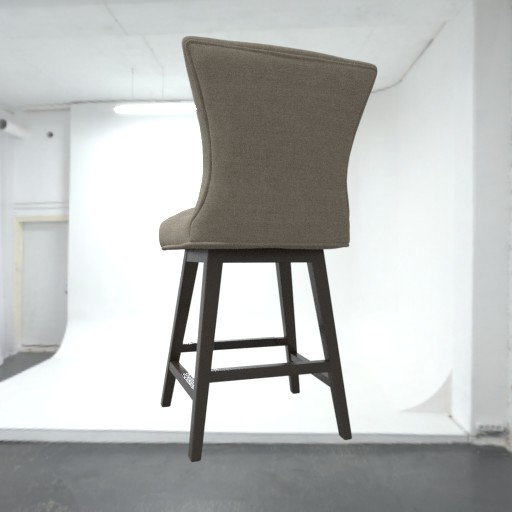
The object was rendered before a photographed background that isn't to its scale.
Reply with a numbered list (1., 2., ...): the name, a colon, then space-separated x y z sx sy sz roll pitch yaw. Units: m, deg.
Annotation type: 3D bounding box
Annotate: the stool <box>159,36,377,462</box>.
1. stool: 0.000 0.000 1.300 0.514 1.000 0.574 0 0 -18
